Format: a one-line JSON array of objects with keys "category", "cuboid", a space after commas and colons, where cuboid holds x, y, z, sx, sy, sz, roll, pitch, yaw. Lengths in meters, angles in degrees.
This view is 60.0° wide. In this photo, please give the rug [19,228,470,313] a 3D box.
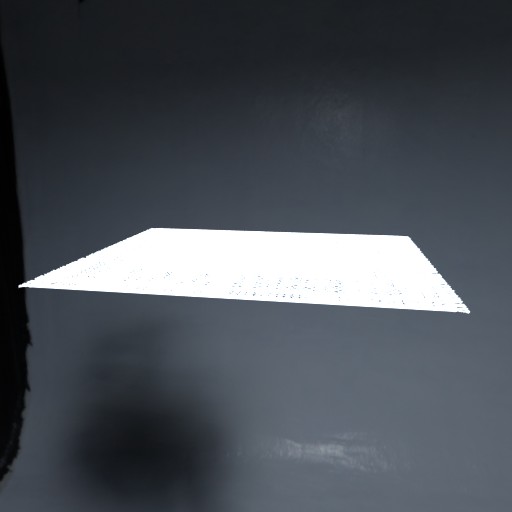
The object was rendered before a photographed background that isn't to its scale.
[{"category": "rug", "cuboid": [0.000, 0.000, 3.898, 2.940, 0.013, 2.312, 2, 14, 10]}]
